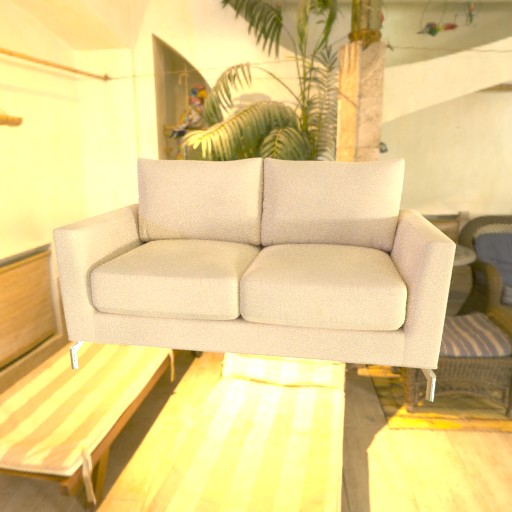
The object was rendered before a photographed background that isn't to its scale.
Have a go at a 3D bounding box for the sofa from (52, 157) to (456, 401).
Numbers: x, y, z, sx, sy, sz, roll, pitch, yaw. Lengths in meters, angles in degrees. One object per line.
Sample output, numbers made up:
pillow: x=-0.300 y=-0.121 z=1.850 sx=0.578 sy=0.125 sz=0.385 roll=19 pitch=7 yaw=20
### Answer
sofa: x=0.000 y=0.000 z=2.330 sx=1.739 sy=0.995 sz=0.906 roll=2 pitch=14 yaw=9
